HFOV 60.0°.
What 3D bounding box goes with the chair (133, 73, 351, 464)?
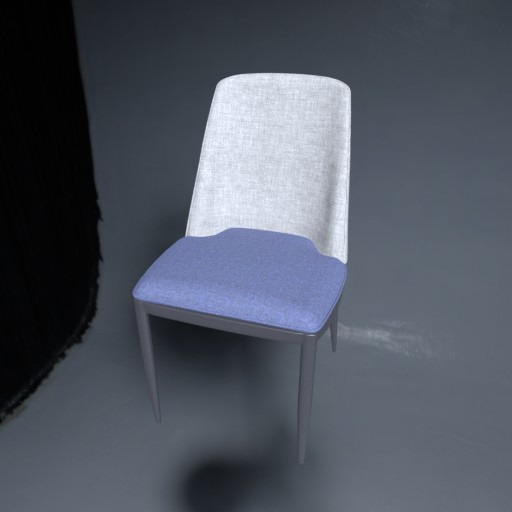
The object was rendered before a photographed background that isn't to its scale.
[{"bbox_3d":[0.000,0.000,1.182,0.488,0.855,0.550,9,29,16],"label":"chair"}]
